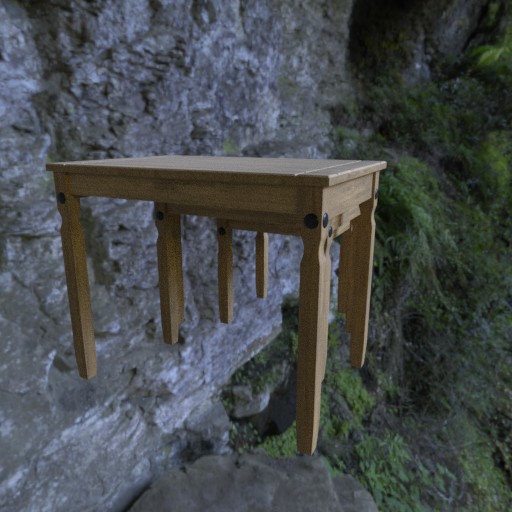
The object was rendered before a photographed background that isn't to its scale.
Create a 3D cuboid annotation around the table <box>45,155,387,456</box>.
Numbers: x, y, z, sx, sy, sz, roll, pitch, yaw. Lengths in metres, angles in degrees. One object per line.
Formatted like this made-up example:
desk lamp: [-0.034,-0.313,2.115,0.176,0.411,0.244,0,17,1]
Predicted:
table: [0.000,0.000,1.245,0.660,0.535,0.773,8,17,26]
